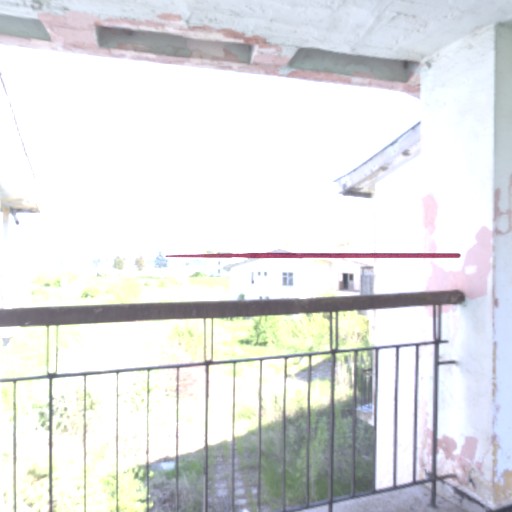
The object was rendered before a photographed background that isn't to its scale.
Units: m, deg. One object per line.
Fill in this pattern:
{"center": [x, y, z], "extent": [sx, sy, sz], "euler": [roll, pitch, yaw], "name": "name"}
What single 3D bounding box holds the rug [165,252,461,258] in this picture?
{"center": [0.000, 0.000, 2.673], "extent": [0.813, 0.018, 2.439], "euler": [0, 0, -18], "name": "rug"}
